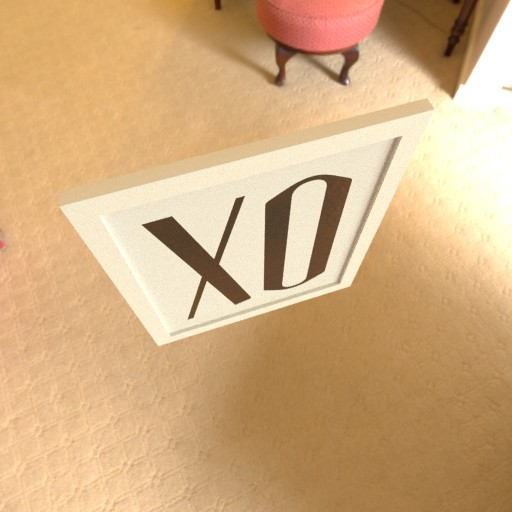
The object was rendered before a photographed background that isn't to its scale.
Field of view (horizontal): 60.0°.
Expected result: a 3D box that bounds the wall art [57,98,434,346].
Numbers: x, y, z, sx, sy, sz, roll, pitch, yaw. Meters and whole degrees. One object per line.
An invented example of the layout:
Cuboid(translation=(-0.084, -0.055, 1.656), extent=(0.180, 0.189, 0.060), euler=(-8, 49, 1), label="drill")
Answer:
Cuboid(translation=(0.000, 0.000, 0.741), extent=(0.444, 0.536, 0.020), euler=(-16, 64, -8), label="wall art")
